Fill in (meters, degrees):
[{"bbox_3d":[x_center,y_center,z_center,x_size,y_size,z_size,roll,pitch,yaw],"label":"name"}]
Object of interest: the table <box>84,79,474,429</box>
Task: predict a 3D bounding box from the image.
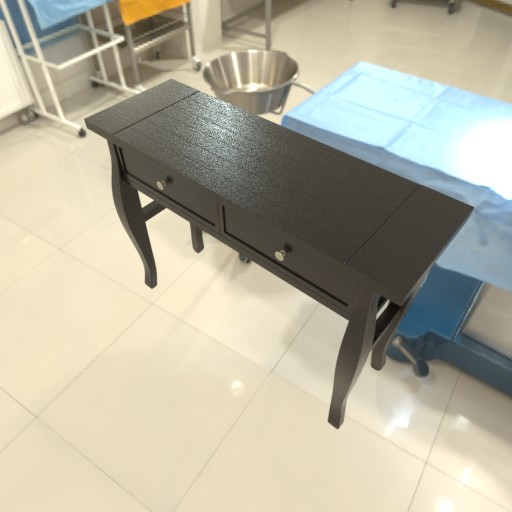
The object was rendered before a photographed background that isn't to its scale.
[{"bbox_3d":[0.000,0.000,1.475,1.062,0.768,0.373,31,54,26],"label":"table"}]
